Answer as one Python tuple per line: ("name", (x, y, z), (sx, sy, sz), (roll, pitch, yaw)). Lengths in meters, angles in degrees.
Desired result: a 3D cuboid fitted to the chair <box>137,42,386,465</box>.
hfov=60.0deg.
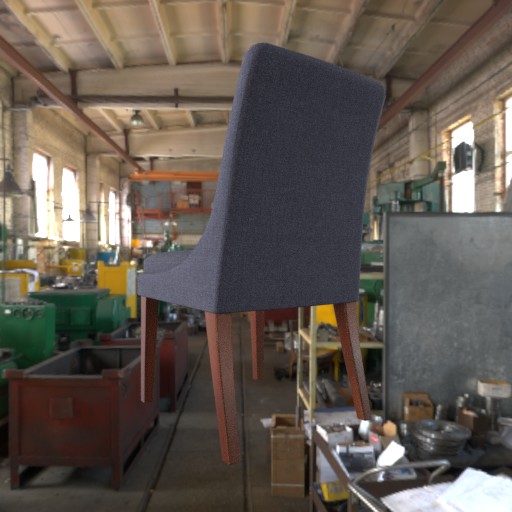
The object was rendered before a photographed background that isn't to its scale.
("chair", (0.000, 0.000, 1.343), (0.508, 0.952, 0.655), (0, 0, -36))
